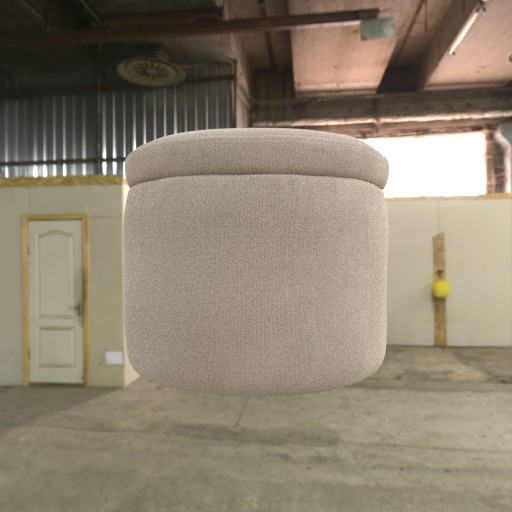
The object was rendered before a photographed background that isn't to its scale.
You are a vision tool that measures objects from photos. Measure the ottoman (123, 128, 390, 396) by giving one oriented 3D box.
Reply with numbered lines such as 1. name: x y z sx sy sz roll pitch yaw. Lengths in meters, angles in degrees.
1. ottoman: 0.000 0.000 0.868 0.497 0.409 0.497 0 1 0
